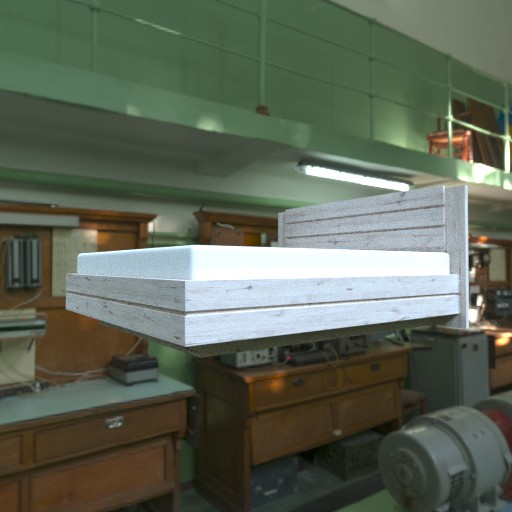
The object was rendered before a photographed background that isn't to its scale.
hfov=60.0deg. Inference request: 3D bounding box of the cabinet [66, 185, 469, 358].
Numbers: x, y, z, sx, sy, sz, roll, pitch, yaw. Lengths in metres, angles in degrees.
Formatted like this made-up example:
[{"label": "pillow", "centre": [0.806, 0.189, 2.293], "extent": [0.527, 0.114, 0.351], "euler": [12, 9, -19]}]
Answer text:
[{"label": "cabinet", "centre": [0.000, 0.000, 3.119], "extent": [2.080, 0.970, 1.950], "euler": [1, -2, -37]}]
